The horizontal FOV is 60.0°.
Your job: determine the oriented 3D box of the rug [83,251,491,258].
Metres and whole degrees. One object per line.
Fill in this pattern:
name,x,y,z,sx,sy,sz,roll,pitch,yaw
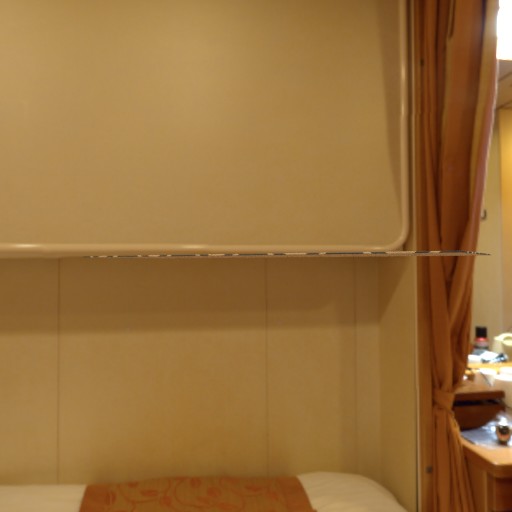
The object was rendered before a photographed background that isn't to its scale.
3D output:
rug,0.000,0.000,2.525,2.296,0.006,0.685,-1,-1,35
